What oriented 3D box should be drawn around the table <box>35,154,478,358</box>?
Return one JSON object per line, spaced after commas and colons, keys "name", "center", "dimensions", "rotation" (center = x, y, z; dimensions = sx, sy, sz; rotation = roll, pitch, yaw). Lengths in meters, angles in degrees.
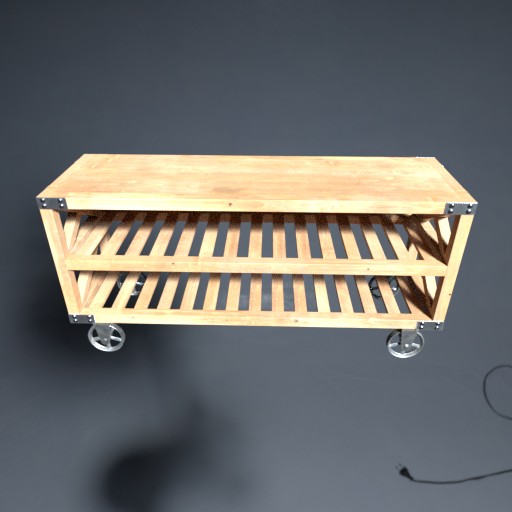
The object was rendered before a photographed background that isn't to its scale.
{"name": "table", "center": [0.000, 0.000, 1.852], "dimensions": [1.487, 0.711, 0.467], "rotation": [1, 31, 1]}
